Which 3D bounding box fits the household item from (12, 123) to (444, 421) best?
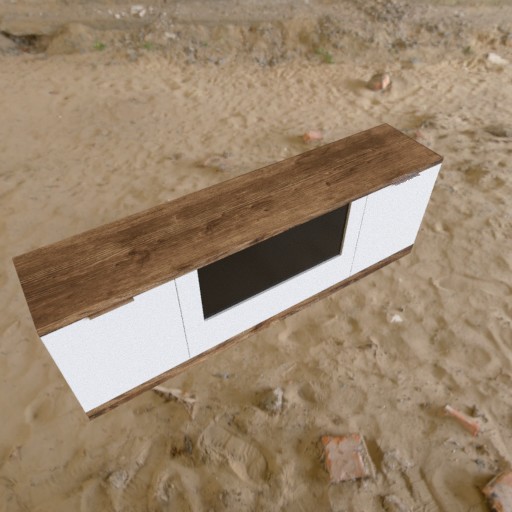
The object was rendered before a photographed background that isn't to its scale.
[{"bbox_3d":[0.000,0.000,2.010,1.800,0.615,0.390,-24,50,-22],"label":"household item"}]
